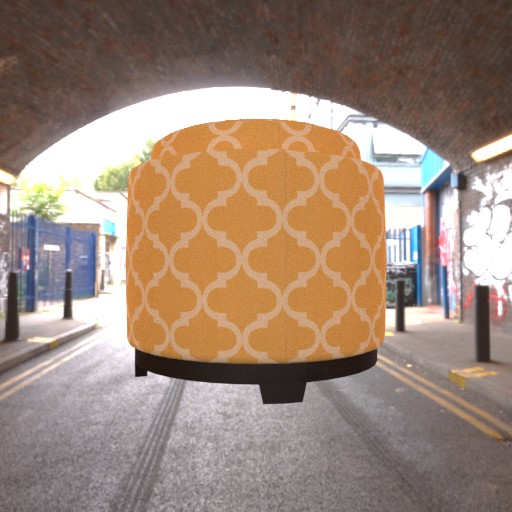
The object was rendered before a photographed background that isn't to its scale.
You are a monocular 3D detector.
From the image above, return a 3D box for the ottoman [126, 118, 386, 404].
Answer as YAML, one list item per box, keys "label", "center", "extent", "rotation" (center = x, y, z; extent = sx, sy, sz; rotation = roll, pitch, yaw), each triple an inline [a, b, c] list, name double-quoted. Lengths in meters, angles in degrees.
- label: "ottoman"
  center: [0.000, 0.000, 0.851]
  extent: [0.480, 0.429, 0.480]
  rotation: [0, -2, 0]
